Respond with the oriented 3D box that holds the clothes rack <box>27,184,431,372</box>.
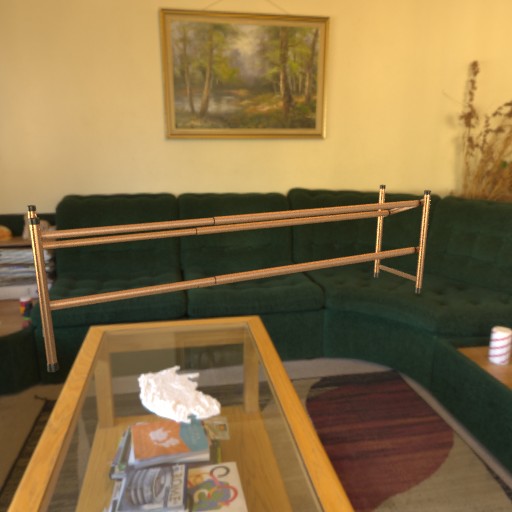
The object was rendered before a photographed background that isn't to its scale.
[{"bbox_3d":[0.000,0.000,1.305,1.168,0.349,0.229,-7,16,-27],"label":"clothes rack"}]
